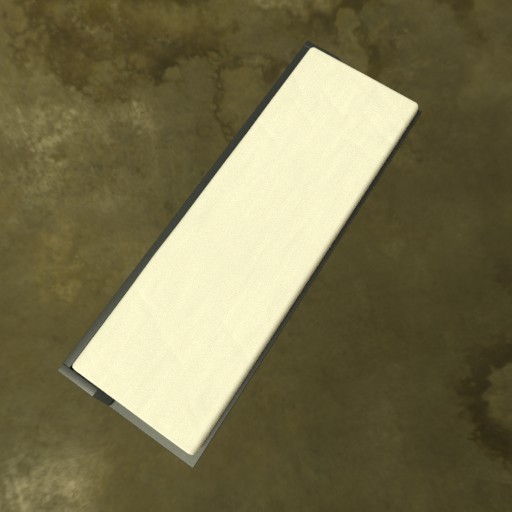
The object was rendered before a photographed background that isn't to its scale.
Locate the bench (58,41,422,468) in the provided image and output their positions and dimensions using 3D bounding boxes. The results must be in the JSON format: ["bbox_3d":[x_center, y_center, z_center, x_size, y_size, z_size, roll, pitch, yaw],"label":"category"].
[{"bbox_3d":[0.000,0.000,1.228,0.345,0.561,0.973,33,77,8],"label":"bench"}]
